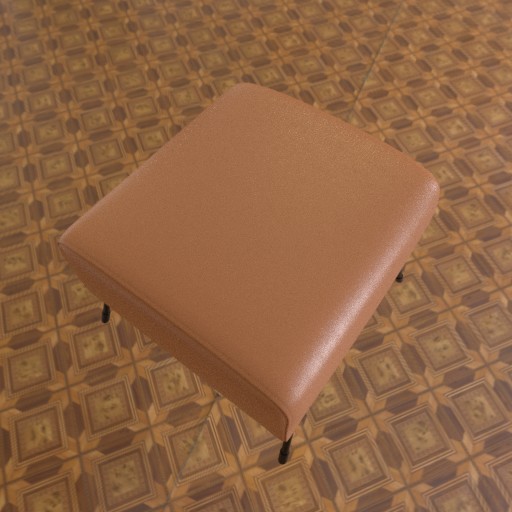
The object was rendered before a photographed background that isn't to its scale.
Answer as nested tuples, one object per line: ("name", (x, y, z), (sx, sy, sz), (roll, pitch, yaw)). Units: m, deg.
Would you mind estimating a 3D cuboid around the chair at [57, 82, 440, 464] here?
("chair", (0.000, 0.000, 0.904), (0.530, 0.410, 0.530), (32, 64, 18))
